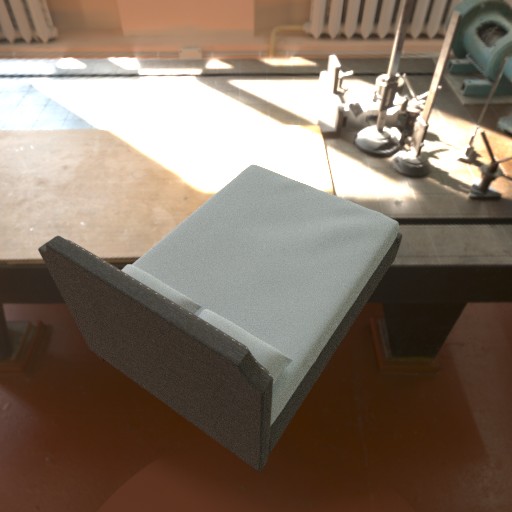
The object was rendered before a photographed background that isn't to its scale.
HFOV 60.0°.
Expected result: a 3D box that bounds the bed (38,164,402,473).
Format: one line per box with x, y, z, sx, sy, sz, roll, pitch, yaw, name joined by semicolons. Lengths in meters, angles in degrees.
0.000;0.000;3.564;1.713;1.457;2.381;27;52;23;bed
